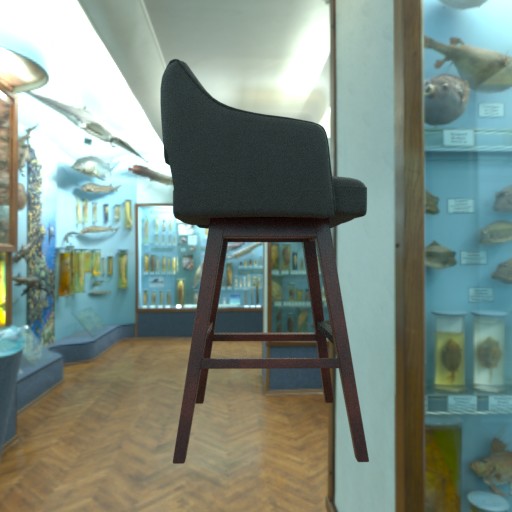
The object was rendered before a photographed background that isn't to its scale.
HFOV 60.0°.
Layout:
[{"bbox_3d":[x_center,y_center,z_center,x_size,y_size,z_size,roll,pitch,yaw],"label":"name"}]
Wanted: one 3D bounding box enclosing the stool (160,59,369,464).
[{"bbox_3d":[0.000,0.000,1.319,0.558,1.012,0.548,0,0,-1],"label":"stool"}]
